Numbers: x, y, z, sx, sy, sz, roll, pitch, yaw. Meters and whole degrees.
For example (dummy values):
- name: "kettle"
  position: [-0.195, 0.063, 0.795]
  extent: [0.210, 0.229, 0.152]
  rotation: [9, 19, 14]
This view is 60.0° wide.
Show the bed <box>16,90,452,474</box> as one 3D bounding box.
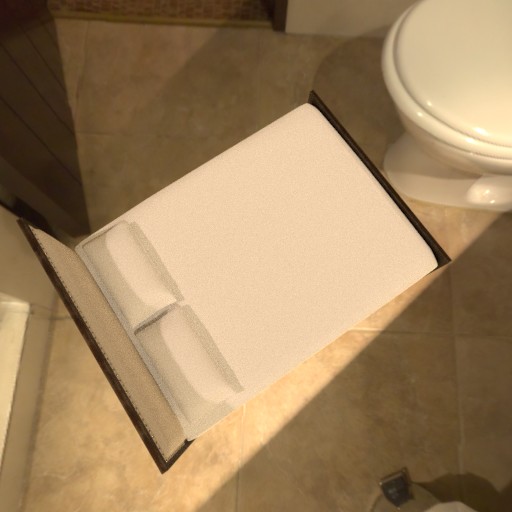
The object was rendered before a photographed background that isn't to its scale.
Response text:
- name: "bed"
  position: [0.000, 0.000, 3.153]
  extent: [2.221, 1.313, 1.607]
  rotation: [-33, 78, -8]
